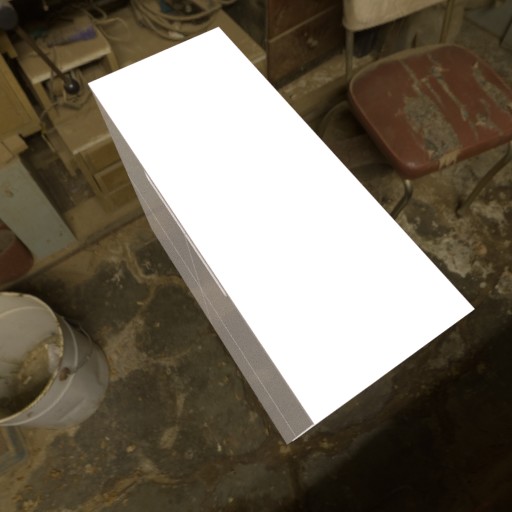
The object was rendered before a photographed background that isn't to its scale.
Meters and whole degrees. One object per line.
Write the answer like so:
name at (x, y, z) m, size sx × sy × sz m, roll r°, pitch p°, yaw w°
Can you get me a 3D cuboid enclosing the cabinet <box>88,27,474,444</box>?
cabinet at (0.000, 0.000, 1.387) m, size 0.400 × 0.800 × 1.000 m, roll -30°, pitch 68°, yaw -14°
